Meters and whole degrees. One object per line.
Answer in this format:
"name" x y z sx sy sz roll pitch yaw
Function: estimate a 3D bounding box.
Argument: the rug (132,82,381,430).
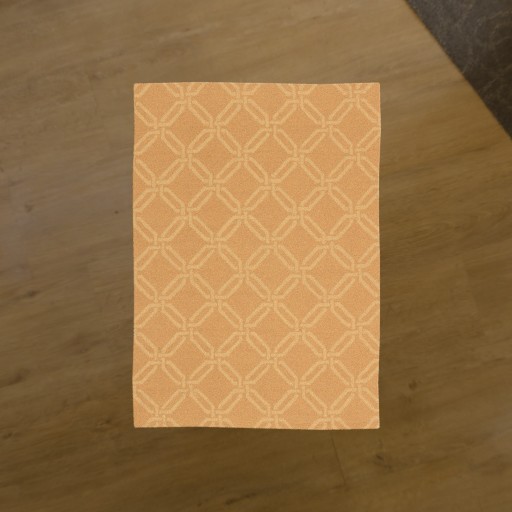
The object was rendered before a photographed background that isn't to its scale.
"rug" 0.000 0.000 2.722 1.524 0.013 2.135 0 90 1
